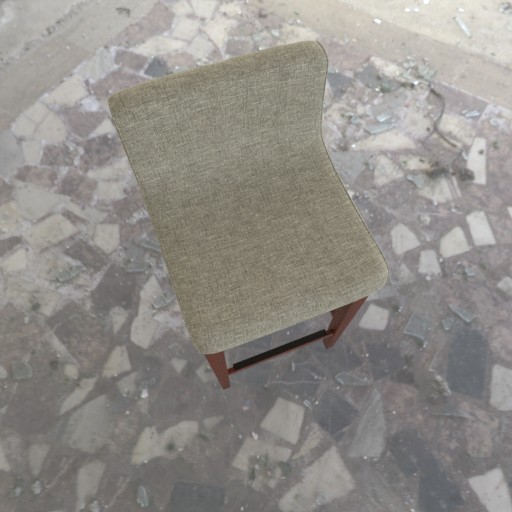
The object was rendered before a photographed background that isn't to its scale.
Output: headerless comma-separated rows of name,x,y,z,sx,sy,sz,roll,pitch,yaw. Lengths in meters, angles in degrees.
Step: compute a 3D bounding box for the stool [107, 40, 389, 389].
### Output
stool,0.000,0.000,1.101,0.417,0.835,0.459,-19,66,-9
